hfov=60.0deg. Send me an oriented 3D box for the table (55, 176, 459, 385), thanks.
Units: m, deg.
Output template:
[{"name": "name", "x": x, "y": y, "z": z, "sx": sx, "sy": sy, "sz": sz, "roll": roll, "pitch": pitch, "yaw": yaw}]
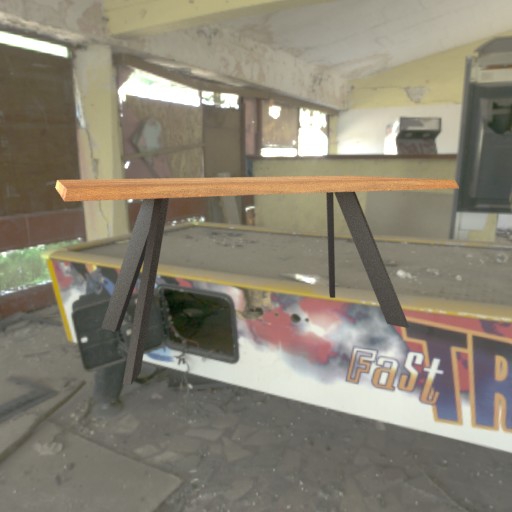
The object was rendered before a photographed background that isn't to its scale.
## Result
[{"name": "table", "x": 0.000, "y": 0.000, "z": 2.276, "sx": 1.800, "sy": 0.770, "sz": 0.900, "roll": -6, "pitch": 13, "yaw": -25}]
